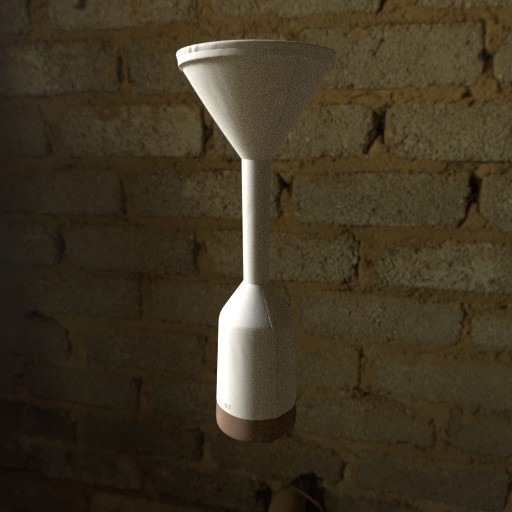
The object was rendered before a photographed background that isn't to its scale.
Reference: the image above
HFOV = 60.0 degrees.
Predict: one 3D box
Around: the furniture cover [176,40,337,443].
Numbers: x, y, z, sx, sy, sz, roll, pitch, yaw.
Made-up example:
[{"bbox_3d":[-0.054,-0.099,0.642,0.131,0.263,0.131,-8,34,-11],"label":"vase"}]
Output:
[{"bbox_3d":[0.000,0.000,2.885,0.914,2.413,0.914,-8,17,-26],"label":"furniture cover"}]
